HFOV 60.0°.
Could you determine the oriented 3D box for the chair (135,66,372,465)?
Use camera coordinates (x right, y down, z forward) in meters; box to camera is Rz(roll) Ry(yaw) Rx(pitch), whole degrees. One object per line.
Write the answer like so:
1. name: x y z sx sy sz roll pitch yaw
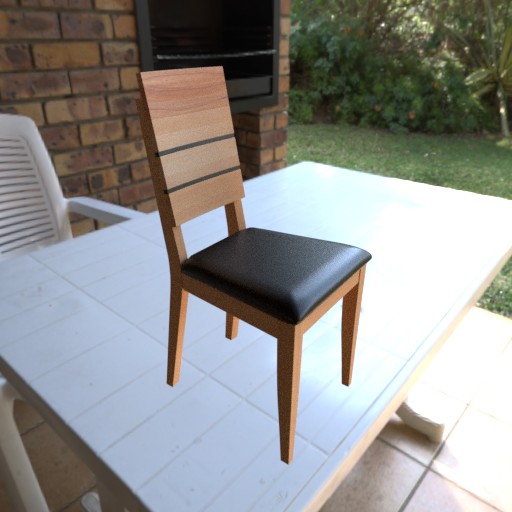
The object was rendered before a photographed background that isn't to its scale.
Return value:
1. chair: 0.000 0.000 1.229 0.520 0.940 0.410 18 32 32
